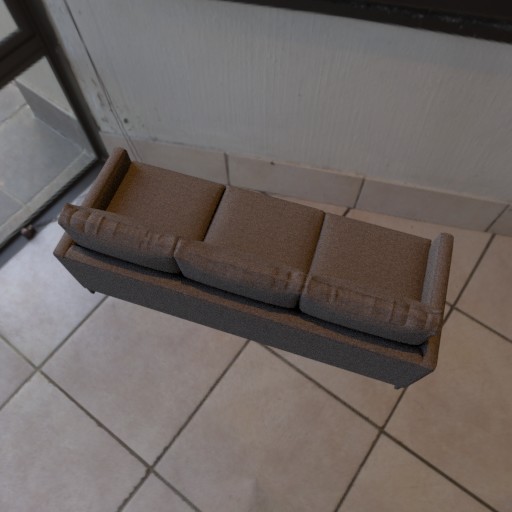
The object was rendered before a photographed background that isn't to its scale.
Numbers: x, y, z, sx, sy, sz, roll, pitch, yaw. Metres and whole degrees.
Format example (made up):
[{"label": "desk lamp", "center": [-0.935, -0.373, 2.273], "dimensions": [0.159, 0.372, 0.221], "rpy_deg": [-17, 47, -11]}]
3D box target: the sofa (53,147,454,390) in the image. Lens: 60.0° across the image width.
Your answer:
[{"label": "sofa", "center": [0.000, 0.000, 2.772], "dimensions": [2.253, 0.882, 0.876], "rpy_deg": [16, 64, 8]}]
